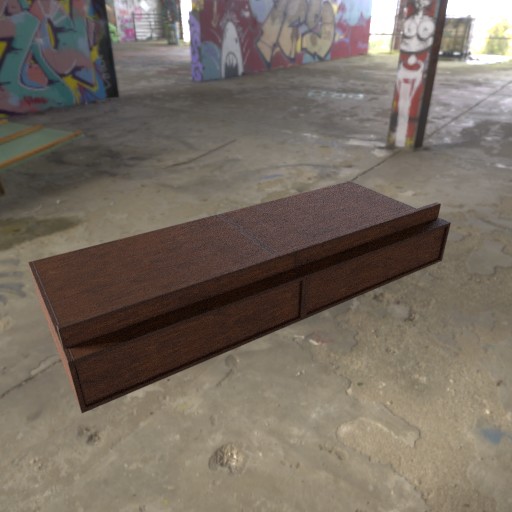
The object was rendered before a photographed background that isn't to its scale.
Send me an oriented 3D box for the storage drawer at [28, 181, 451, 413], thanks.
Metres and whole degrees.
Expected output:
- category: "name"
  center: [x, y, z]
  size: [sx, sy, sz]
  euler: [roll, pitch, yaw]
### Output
- category: "storage drawer"
  center: [0.000, 0.000, 2.178]
  size: [1.914, 0.339, 0.774]
  euler: [-18, 34, -28]
